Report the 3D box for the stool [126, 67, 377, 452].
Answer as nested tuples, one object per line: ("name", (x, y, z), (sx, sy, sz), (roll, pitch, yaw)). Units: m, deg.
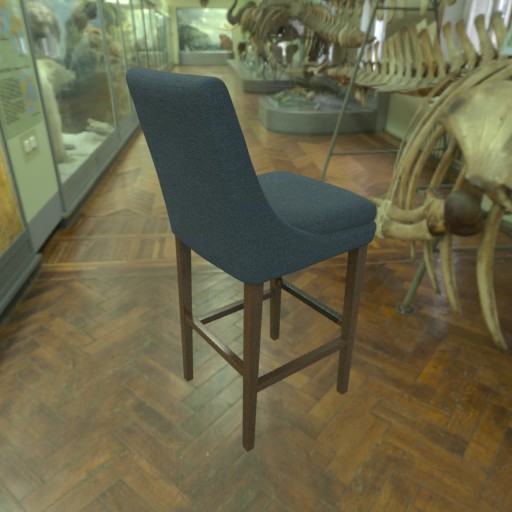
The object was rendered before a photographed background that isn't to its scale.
("stool", (0.000, 0.000, 1.372), (0.577, 1.078, 0.470), (-18, 32, -32))
